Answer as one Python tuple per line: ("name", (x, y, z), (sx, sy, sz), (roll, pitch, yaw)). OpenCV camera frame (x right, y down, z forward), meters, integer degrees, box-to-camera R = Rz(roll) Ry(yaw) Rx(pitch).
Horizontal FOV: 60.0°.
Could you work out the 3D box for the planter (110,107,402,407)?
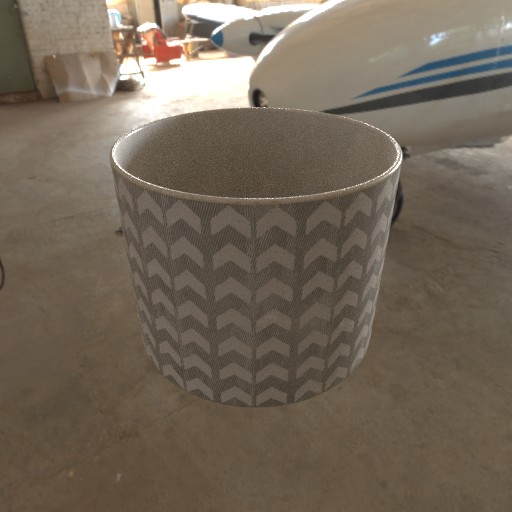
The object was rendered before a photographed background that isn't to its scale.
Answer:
("planter", (0.000, 0.000, 0.345), (0.190, 0.181, 0.190), (0, 32, 0))
